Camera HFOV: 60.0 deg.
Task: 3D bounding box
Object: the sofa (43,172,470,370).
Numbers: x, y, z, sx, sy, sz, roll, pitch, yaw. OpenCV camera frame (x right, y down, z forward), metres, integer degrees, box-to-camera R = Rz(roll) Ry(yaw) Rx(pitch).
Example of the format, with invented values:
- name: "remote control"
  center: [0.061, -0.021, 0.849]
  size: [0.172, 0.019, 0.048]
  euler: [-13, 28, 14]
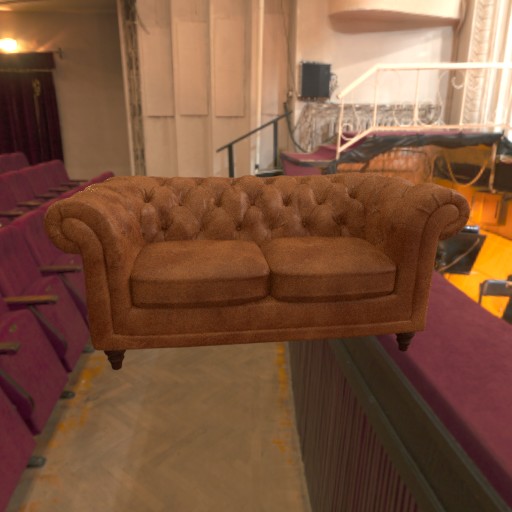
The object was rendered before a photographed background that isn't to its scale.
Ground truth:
- name: "sofa"
  center: [0.000, 0.000, 2.555]
  size: [1.979, 0.877, 1.042]
  euler: [-2, 17, -7]
